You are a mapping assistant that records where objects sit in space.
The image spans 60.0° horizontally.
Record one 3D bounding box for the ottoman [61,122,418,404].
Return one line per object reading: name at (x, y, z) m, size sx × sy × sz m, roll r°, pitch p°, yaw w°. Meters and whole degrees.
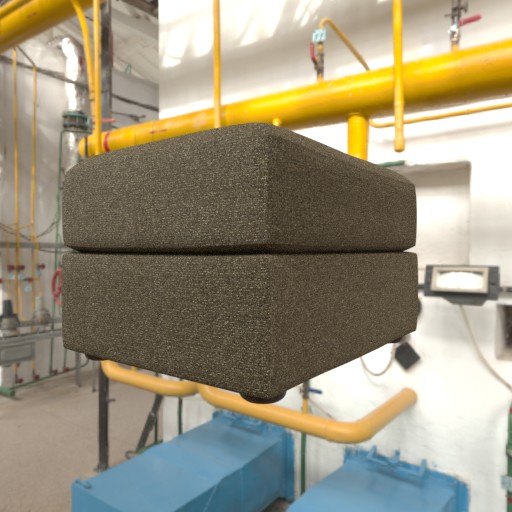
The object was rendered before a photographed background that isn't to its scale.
ottoman at (0.000, 0.000, 1.106) m, size 0.598 × 0.476 × 0.742 m, roll 1°, pitch 1°, yaw 37°
